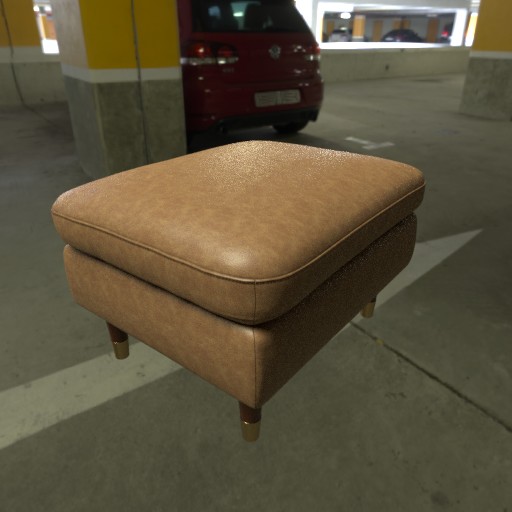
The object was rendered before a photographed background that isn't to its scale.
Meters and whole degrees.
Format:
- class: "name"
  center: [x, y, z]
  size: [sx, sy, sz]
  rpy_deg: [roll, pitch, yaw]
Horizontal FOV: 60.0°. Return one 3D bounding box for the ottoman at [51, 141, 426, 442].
- class: "ottoman"
  center: [0.000, 0.000, 1.111]
  size: [0.593, 0.478, 0.747]
  rpy_deg: [19, 32, 33]
